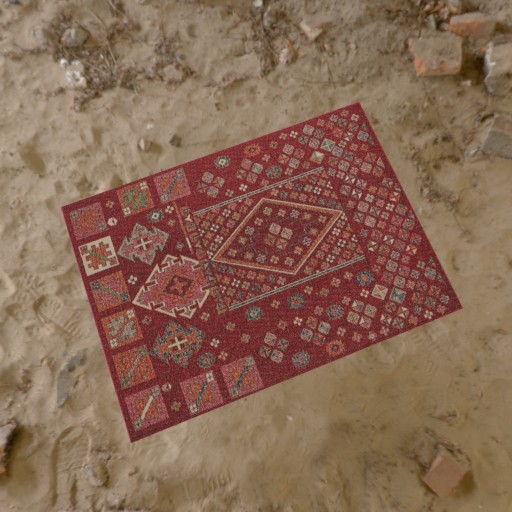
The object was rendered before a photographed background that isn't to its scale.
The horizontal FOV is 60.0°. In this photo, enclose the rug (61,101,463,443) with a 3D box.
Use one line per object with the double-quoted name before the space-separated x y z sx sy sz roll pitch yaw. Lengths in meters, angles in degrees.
"rug" 0.000 0.000 4.343 3.306 0.011 2.389 -21 77 -5
